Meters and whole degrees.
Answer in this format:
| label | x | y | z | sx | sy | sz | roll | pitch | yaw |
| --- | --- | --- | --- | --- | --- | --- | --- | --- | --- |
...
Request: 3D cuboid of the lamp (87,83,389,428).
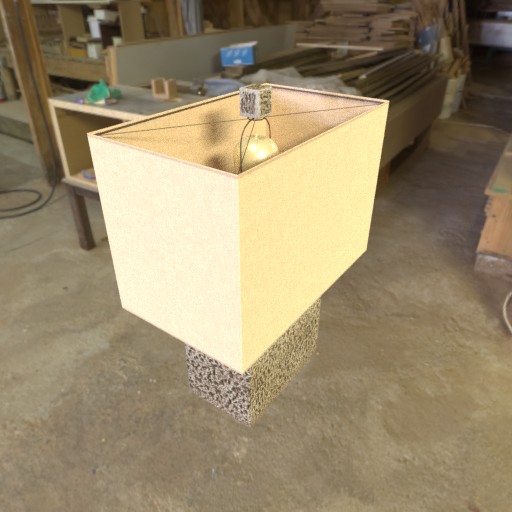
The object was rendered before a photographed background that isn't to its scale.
| label | x | y | z | sx | sy | sz | roll | pitch | yaw |
| --- | --- | --- | --- | --- | --- | --- | --- | --- | --- |
| lamp | 0.000 | 0.000 | 0.566 | 0.180 | 0.411 | 0.294 | 21 | 38 | 30 |
